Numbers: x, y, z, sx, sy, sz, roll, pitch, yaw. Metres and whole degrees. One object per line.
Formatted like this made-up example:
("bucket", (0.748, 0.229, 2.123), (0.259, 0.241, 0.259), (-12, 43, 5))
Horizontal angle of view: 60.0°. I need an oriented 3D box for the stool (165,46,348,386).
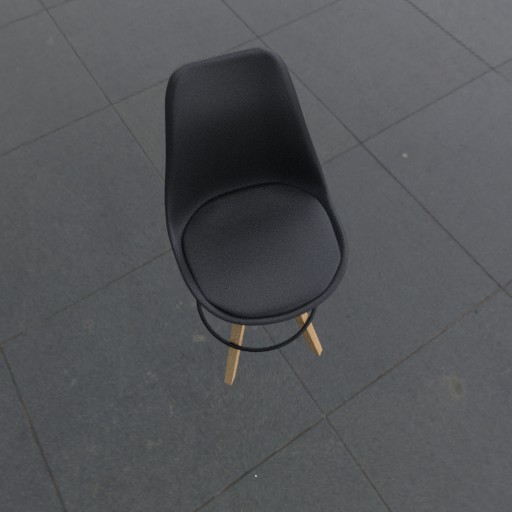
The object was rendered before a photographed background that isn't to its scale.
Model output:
("stool", (0.000, 0.000, 1.419), (0.485, 1.115, 0.550), (-16, 65, -8))
